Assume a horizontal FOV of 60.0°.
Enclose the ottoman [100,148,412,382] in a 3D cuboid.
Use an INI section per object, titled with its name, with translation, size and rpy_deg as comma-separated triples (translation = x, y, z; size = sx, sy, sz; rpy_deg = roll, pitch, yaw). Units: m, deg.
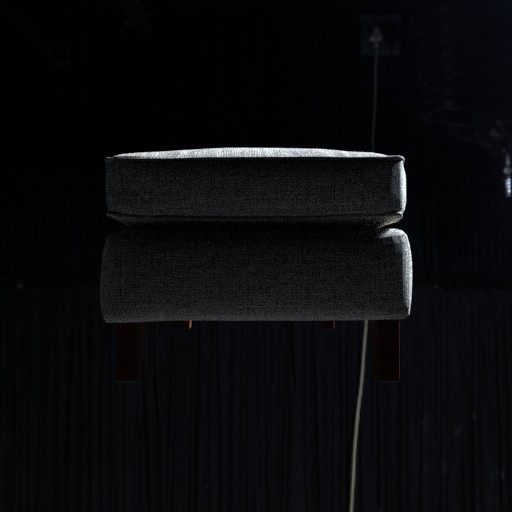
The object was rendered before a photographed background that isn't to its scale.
[ottoman]
translation = 0.000, 0.000, 0.995
size = 0.508, 0.406, 0.686
rpy_deg = 0, -1, 0
